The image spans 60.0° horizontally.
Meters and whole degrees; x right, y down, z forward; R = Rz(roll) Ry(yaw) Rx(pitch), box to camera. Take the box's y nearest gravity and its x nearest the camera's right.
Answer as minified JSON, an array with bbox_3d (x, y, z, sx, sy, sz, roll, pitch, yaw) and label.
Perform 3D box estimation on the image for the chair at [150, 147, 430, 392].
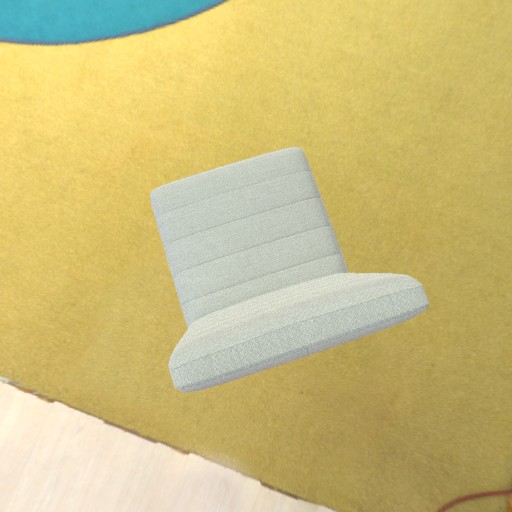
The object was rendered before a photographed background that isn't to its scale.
[{"bbox_3d":[0.000,0.000,1.325,0.520,0.930,0.634,-18,77,-4],"label":"chair"}]
